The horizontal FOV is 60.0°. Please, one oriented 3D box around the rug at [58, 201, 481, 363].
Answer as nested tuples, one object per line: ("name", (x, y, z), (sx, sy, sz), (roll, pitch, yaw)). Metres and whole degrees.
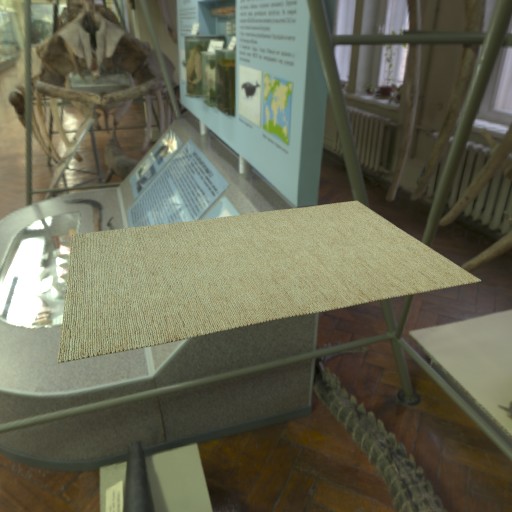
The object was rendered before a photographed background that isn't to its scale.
("rug", (0.000, 0.000, 3.043), (2.439, 0.011, 1.533), (-8, 28, -16))
